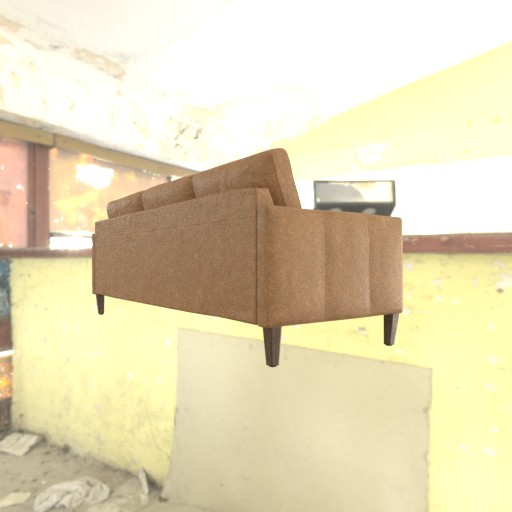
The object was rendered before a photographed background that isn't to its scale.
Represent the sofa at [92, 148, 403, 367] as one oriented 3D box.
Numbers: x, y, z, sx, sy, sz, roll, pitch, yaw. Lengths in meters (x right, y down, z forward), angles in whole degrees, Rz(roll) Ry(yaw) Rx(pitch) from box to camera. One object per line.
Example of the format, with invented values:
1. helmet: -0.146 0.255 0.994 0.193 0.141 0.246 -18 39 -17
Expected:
1. sofa: 0.000 0.000 2.934 1.506 0.876 2.178 1 -1 -37
